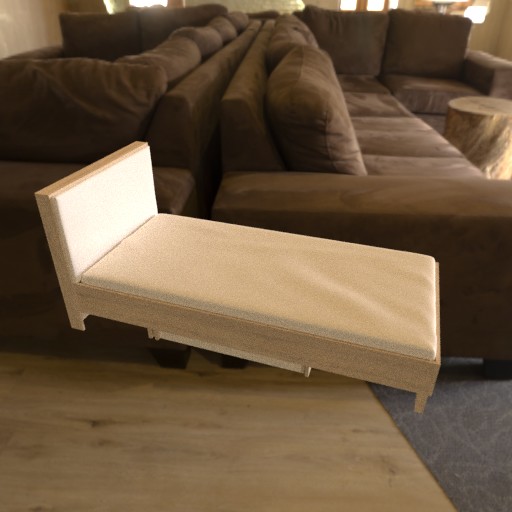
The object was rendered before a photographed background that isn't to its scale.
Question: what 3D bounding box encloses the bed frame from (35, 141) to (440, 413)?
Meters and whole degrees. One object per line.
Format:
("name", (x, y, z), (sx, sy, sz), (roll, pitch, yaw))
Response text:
("bed frame", (0.000, 0.000, 2.686), (2.140, 0.920, 0.990), (10, 32, 16))
